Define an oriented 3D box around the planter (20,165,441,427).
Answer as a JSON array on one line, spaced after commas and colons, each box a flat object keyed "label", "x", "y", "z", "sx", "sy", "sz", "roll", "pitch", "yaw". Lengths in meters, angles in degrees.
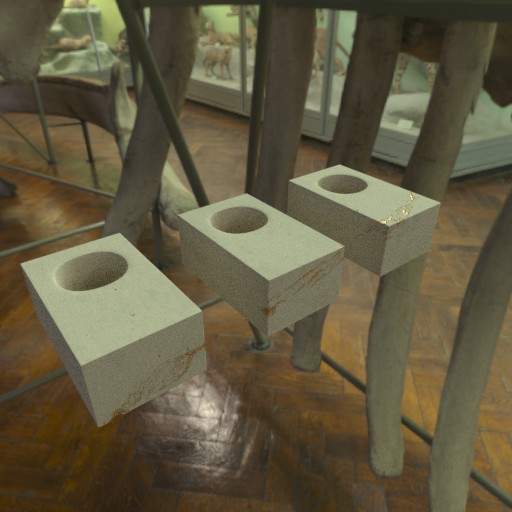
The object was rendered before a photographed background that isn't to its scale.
[{"label": "planter", "x": 0.000, "y": 0.000, "z": 0.378, "sx": 0.333, "sy": 0.051, "sz": 0.127, "roll": -22, "pitch": 38, "yaw": -31}]
